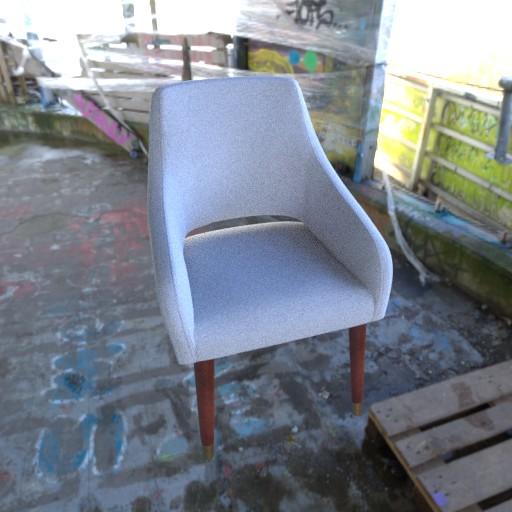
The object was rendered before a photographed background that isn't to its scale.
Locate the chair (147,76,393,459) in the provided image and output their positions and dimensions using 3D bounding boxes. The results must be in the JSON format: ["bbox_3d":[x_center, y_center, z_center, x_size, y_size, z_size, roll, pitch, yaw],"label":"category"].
[{"bbox_3d":[0.000,0.000,1.302,0.609,0.889,0.600,-10,34,-15],"label":"chair"}]
